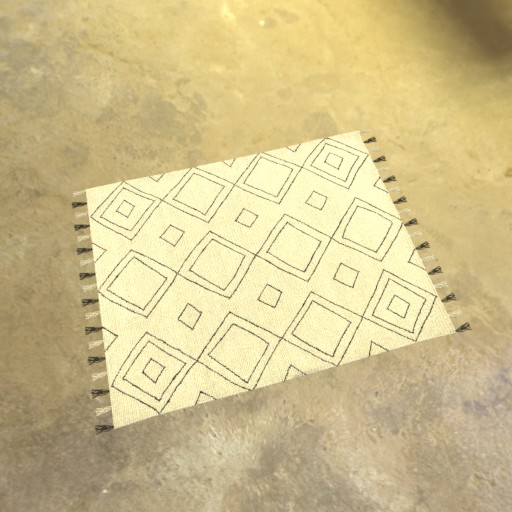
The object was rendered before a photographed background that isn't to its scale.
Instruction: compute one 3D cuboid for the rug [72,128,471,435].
[{"bbox_3d":[0.000,0.000,4.130,3.221,0.026,2.342,-14,64,-7],"label":"rug"}]
